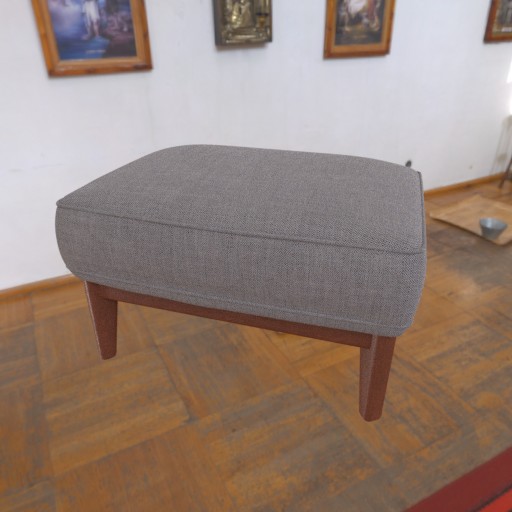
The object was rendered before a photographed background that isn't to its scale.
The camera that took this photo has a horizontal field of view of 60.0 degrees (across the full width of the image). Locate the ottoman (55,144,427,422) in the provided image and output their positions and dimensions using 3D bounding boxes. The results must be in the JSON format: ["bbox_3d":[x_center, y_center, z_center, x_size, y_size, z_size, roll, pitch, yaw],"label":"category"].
[{"bbox_3d":[0.000,0.000,1.098,0.750,0.458,0.555,8,29,15],"label":"ottoman"}]
